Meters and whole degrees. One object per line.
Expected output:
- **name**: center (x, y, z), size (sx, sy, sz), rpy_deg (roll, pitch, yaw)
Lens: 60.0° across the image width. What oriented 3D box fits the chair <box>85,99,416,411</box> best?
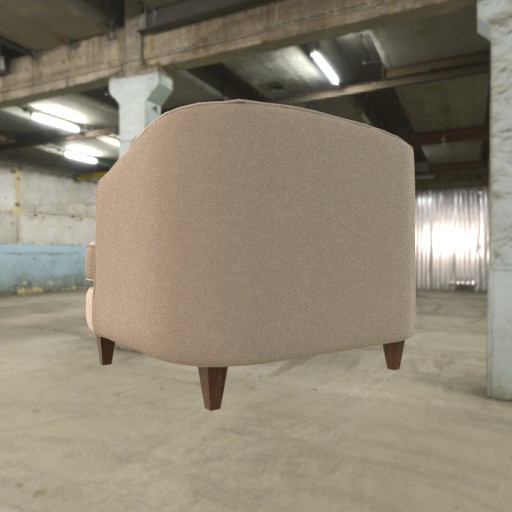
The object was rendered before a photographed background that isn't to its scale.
- **chair**: center (0.000, 0.000, 1.741), size (1.104, 0.852, 0.941), rpy_deg (1, -1, -35)
